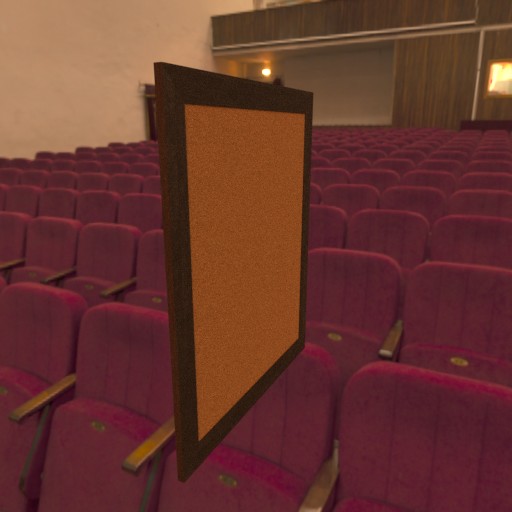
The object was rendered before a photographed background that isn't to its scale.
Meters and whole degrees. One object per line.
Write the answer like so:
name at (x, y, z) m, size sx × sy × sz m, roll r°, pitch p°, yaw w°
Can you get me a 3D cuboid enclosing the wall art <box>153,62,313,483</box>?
wall art at (0.000, 0.000, 0.776) m, size 0.013 × 0.570 × 0.476 m, roll 8°, pitch 18°, yaw 27°
